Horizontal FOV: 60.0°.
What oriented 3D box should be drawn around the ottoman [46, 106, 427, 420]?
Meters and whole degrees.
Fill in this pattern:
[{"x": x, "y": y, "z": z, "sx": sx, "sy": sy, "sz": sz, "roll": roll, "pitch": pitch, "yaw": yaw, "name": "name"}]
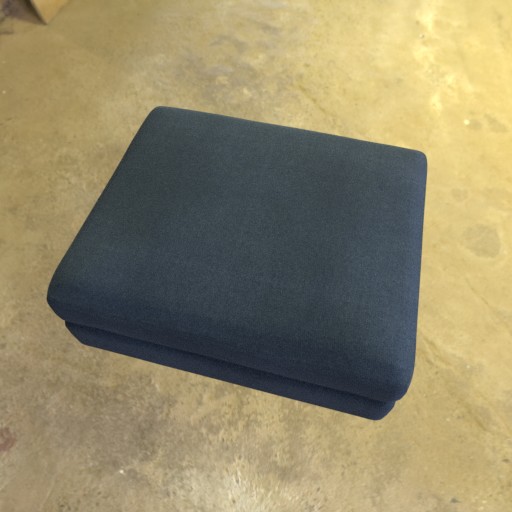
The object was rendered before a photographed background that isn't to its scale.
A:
[{"x": 0.000, "y": 0.000, "z": 1.248, "sx": 0.821, "sy": 0.474, "sz": 0.693, "roll": 12, "pitch": 58, "yaw": 8, "name": "ottoman"}]
